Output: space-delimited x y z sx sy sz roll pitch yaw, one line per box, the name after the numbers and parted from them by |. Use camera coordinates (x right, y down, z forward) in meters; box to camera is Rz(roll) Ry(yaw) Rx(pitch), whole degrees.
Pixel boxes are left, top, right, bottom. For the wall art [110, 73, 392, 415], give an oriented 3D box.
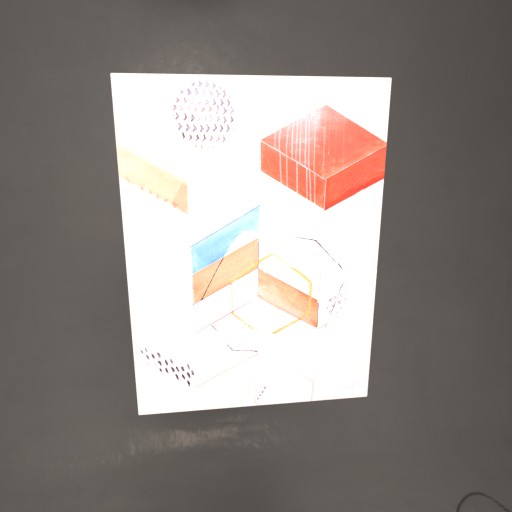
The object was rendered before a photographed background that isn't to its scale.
0.000 0.000 1.613 0.914 1.221 0.046 -2 16 -8 | wall art
